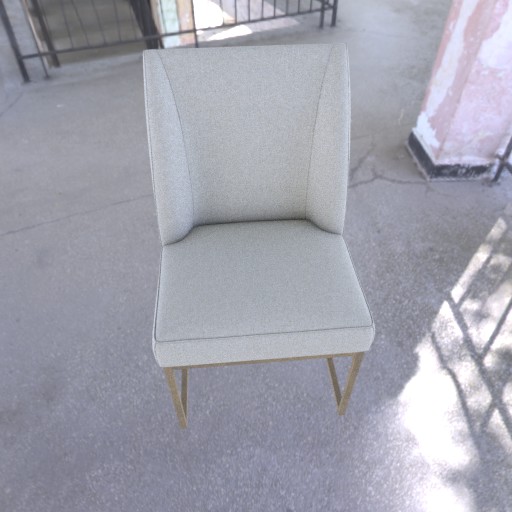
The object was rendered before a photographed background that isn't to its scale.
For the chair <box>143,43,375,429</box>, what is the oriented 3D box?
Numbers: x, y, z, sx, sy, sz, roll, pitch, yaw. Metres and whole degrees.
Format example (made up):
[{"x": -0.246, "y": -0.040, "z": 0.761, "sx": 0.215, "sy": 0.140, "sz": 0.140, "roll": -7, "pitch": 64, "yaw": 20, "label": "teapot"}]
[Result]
[{"x": 0.000, "y": 0.000, "z": 1.141, "sx": 0.508, "sy": 0.863, "sz": 0.522, "roll": -4, "pitch": 46, "yaw": -4, "label": "chair"}]
